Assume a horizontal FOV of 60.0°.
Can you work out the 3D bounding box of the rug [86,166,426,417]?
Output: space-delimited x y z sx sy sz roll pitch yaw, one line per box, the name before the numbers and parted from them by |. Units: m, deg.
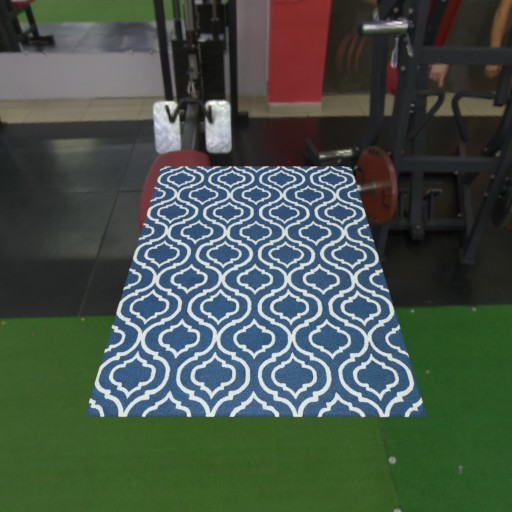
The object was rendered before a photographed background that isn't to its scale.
rug | 0.000 0.000 2.766 1.524 0.010 2.134 0 42 0
